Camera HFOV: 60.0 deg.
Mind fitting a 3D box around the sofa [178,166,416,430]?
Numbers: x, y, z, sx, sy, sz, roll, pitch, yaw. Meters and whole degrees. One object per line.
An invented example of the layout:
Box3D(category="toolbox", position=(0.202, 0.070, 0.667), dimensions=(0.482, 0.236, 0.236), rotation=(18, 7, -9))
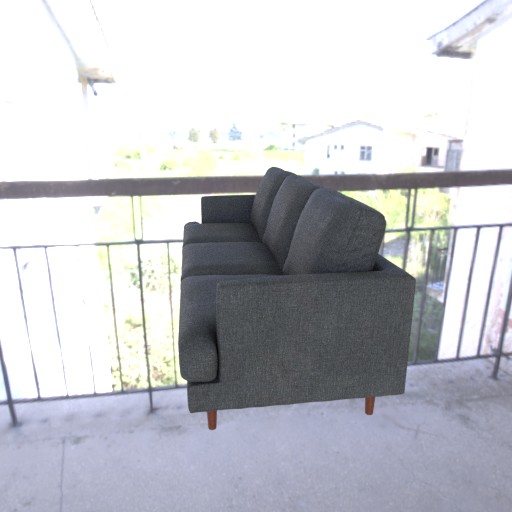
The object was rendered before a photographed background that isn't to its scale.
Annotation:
Box3D(category="sofa", position=(0.000, 0.000, 2.703), dimensions=(0.903, 0.930, 2.246), rotation=(-2, 16, -8))
